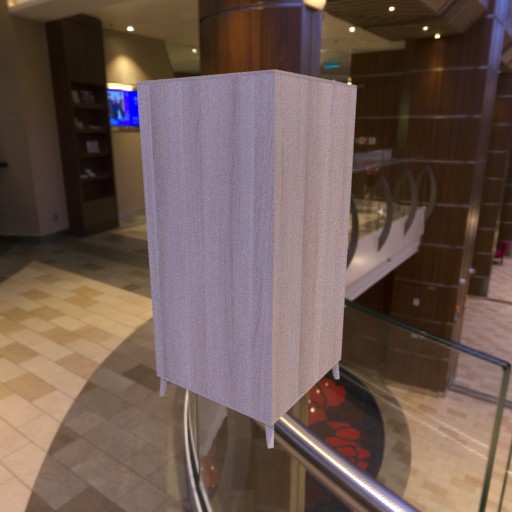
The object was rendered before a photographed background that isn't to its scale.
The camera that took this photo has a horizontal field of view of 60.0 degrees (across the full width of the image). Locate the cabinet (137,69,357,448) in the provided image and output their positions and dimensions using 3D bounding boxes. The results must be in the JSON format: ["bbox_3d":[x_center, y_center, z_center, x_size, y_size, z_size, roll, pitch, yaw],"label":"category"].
[{"bbox_3d":[0.000,0.000,2.653,1.272,1.957,0.969,-3,16,-10],"label":"cabinet"}]
